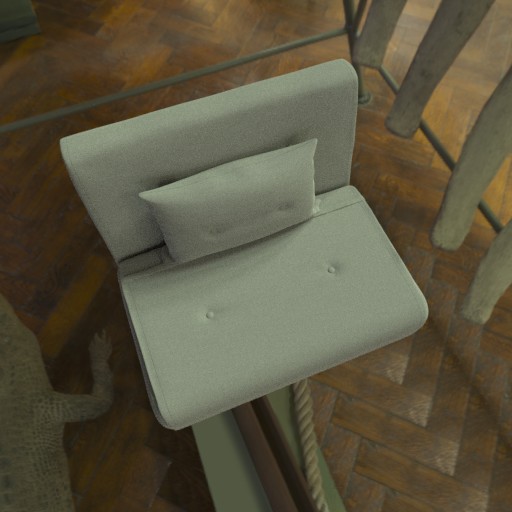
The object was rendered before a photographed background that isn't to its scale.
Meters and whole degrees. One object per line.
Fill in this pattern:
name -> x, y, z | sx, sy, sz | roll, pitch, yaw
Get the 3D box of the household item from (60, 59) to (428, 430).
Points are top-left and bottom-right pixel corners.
household item -> 0.000, 0.000, 1.600 | 1.000, 0.800, 0.874 | -19, 66, -9
